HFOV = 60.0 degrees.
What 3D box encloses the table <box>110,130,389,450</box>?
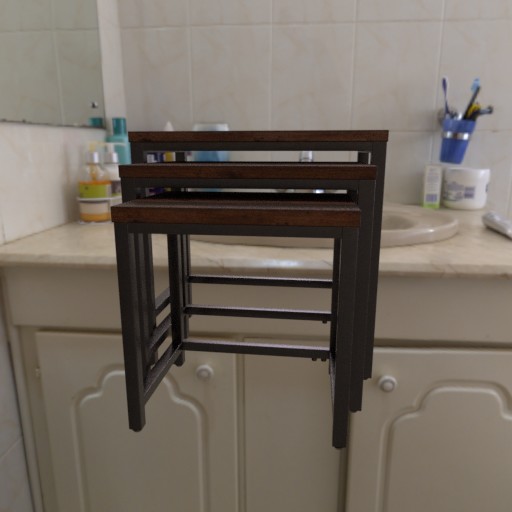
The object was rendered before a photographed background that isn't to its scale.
[{"bbox_3d":[0.000,0.000,1.138,0.608,0.616,0.660,2,14,7],"label":"table"}]
